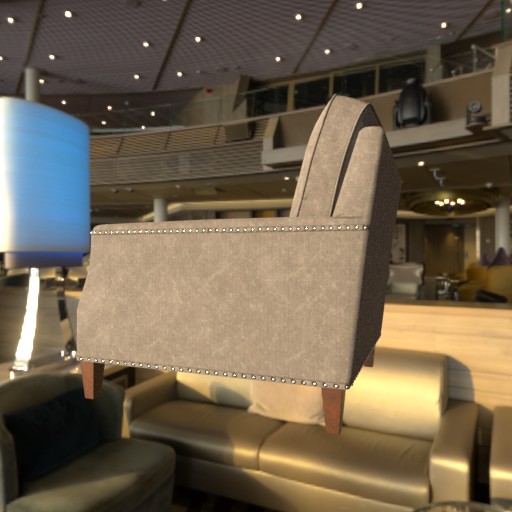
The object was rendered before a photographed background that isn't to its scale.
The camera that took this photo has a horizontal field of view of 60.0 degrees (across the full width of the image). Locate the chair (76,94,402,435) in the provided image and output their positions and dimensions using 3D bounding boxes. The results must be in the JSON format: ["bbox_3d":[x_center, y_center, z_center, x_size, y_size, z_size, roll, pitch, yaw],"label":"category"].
[{"bbox_3d":[0.000,0.000,1.685,1.014,0.948,0.853,0,0,21],"label":"chair"}]
